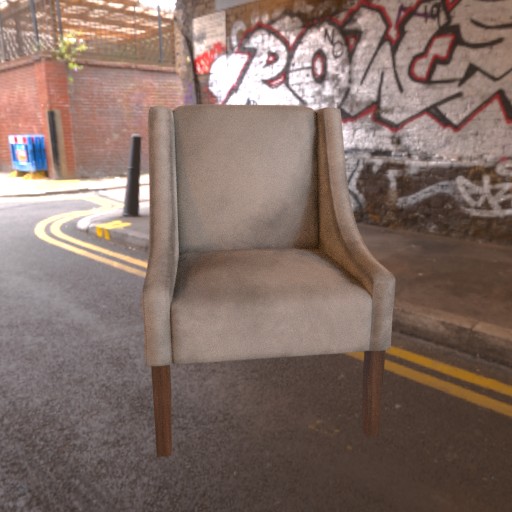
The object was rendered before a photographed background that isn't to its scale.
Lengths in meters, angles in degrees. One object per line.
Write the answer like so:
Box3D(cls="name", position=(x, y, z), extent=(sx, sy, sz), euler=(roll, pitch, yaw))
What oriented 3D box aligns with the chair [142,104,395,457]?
Box3D(cls="chair", position=(0.000, 0.000, 1.336), extent=(0.629, 0.895, 0.629), euler=(-2, 15, -8))
